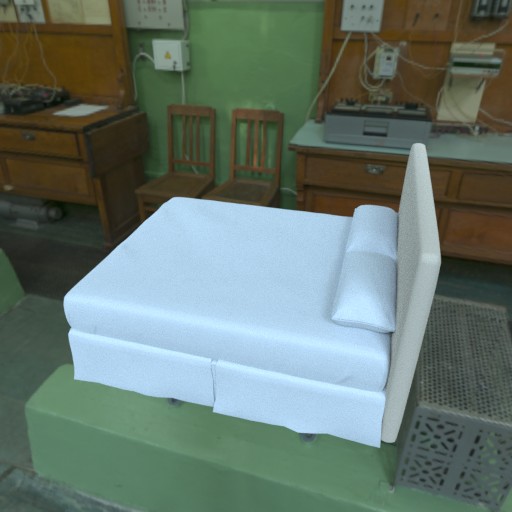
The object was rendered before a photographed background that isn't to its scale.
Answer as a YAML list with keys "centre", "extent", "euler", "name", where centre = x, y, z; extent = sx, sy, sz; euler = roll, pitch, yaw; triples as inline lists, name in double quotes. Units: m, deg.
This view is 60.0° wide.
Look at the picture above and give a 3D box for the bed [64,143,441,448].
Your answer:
- centre: [0.000, 0.000, 3.138]
  extent: [2.142, 1.330, 1.748]
  euler: [8, 32, 14]
  name: "bed"
